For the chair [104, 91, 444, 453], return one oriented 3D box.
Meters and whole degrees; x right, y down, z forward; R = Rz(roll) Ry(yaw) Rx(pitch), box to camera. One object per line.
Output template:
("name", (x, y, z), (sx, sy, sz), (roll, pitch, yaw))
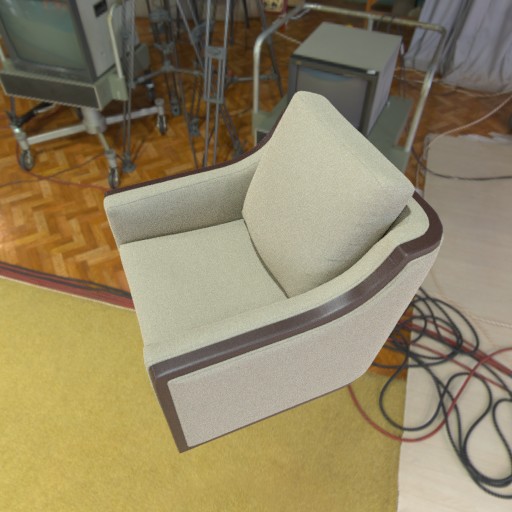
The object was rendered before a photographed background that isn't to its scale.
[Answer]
("chair", (0.000, 0.000, 1.643), (0.950, 0.930, 0.870), (-17, 50, -14))
